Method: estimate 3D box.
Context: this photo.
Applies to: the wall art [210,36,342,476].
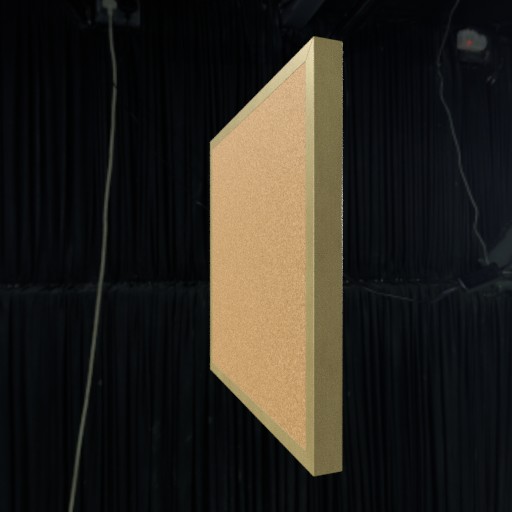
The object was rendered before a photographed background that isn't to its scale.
[{"bbox_3d":[0.000,0.000,0.756,0.038,0.508,0.508,0,0,-19],"label":"wall art"}]
